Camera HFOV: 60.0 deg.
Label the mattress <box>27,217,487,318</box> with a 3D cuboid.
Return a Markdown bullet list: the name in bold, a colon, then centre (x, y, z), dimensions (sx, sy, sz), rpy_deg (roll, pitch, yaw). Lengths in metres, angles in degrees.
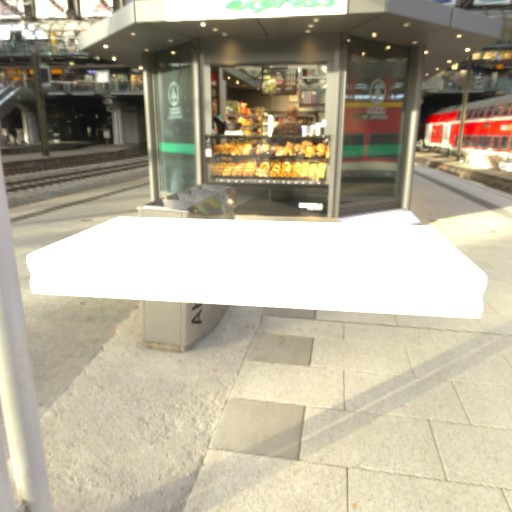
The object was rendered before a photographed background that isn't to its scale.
- **mattress**: centre (0.000, 0.000, 2.246), dimensions (1.900, 0.200, 0.900), rpy_deg (2, 16, 8)
